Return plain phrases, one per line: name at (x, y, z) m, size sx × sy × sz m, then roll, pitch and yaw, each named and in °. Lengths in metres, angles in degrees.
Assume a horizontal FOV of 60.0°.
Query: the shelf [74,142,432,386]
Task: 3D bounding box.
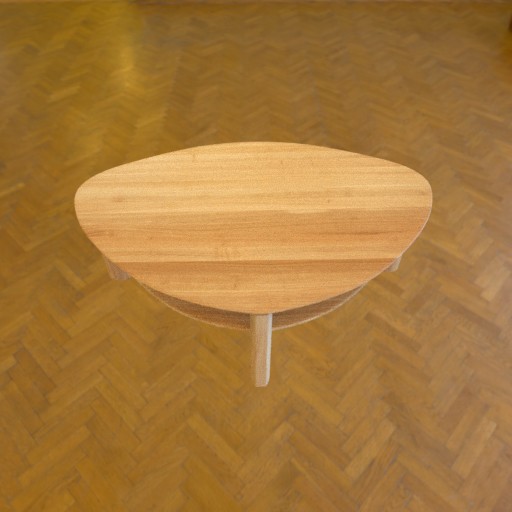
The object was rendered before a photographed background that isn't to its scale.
shelf at (0.000, 0.000, 1.637) m, size 1.246 × 0.440 × 0.845 m, roll -2°, pitch 46°, yaw -2°
